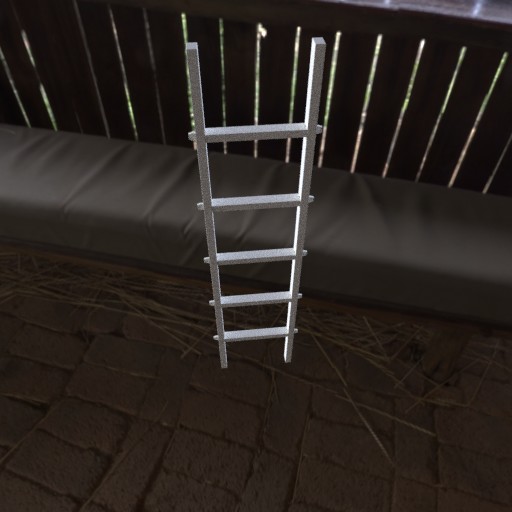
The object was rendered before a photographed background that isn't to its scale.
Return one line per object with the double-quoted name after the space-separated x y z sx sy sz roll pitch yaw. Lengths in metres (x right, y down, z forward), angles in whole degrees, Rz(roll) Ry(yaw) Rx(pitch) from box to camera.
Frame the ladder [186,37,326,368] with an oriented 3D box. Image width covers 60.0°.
0.000 0.000 1.939 0.452 1.797 0.051 -4 47 -4 "ladder"
